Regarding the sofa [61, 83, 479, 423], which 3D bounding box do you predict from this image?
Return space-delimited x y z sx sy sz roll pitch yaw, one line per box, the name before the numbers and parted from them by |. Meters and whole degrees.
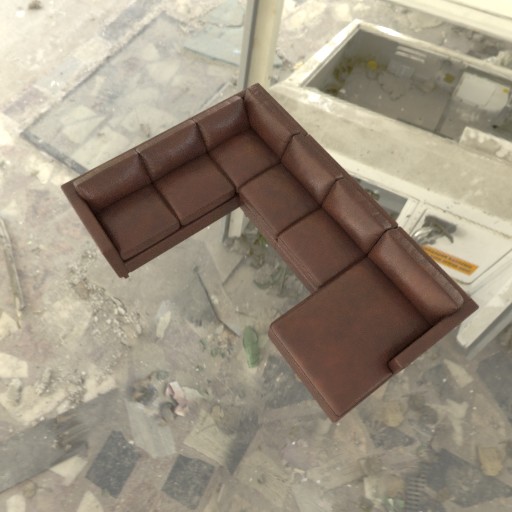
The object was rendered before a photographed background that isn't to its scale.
sofa | 0.000 0.000 4.407 2.452 0.891 3.324 -33 68 -15
